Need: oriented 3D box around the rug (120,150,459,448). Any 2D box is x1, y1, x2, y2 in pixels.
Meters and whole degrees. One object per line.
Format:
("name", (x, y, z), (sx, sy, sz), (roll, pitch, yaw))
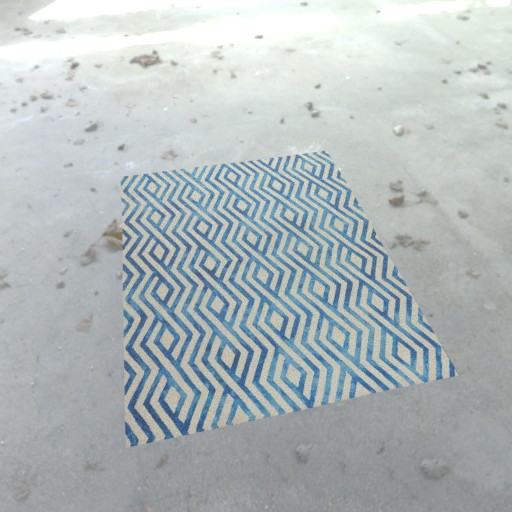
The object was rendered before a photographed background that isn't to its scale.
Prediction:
("rug", (0.000, 0.000, 4.155), (2.453, 0.008, 3.059), (-9, 47, -9))
